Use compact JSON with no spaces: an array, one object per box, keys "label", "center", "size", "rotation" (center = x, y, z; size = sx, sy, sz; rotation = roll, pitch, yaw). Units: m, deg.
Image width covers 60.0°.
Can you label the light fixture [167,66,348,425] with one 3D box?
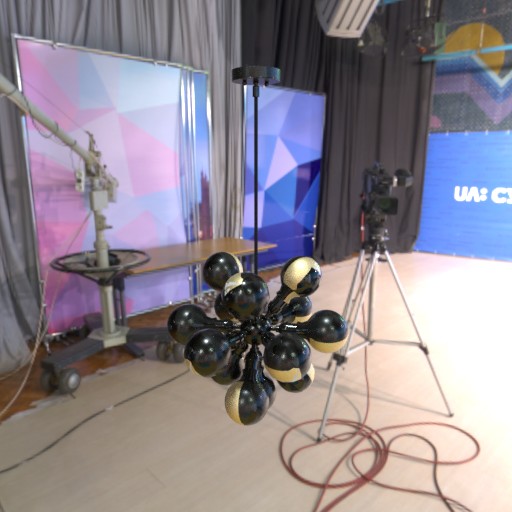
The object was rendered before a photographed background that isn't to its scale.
[{"label":"light fixture","center":[0.000,0.000,1.098],"size":[0.468,0.859,0.420],"rotation":[2,14,7]}]
